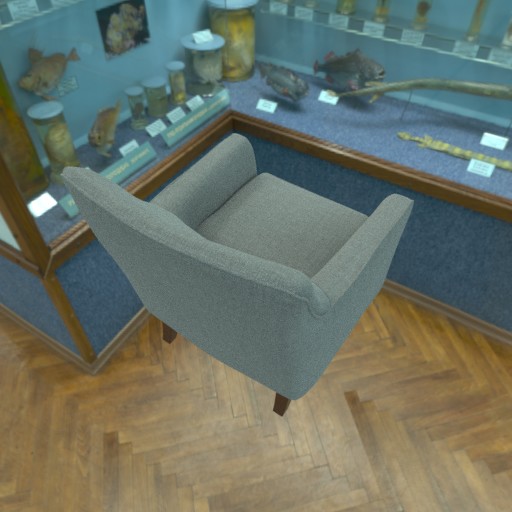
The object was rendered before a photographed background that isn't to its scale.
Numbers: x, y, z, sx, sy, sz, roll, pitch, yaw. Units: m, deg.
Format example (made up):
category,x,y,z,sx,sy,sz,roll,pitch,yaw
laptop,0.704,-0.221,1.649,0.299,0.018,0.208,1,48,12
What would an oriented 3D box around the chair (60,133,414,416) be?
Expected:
category,x,y,z,sx,sy,sz,roll,pitch,yaw
chair,0.000,0.000,1.785,0.887,1.047,0.993,26,52,23
